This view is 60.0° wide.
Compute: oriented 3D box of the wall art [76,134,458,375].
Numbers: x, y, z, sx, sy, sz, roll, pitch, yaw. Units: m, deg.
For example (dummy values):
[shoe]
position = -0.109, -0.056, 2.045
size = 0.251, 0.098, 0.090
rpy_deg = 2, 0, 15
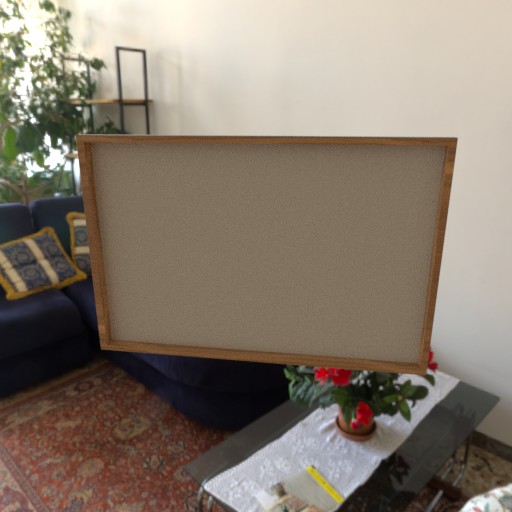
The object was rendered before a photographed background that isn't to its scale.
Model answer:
[wall art]
position = 0.000, 0.000, 1.155
size = 0.911, 0.605, 0.037
rpy_deg = 3, 18, 8
